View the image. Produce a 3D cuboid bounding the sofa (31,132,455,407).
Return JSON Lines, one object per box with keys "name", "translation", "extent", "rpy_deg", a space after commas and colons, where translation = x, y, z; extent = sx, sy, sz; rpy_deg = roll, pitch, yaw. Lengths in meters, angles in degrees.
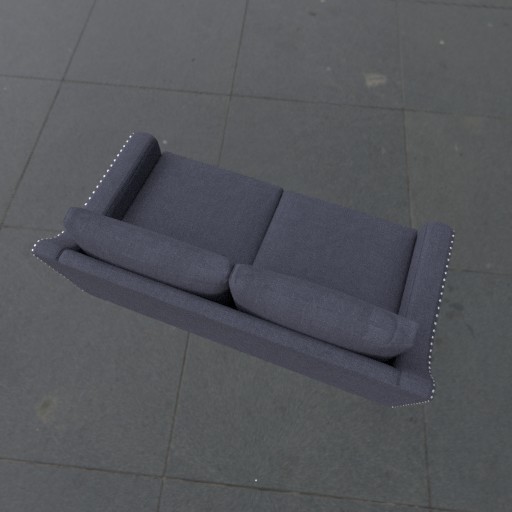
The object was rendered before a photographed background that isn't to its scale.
{"name": "sofa", "translation": [0.000, 0.000, 3.218], "extent": [2.550, 1.196, 1.336], "rpy_deg": [19, 65, 9]}
